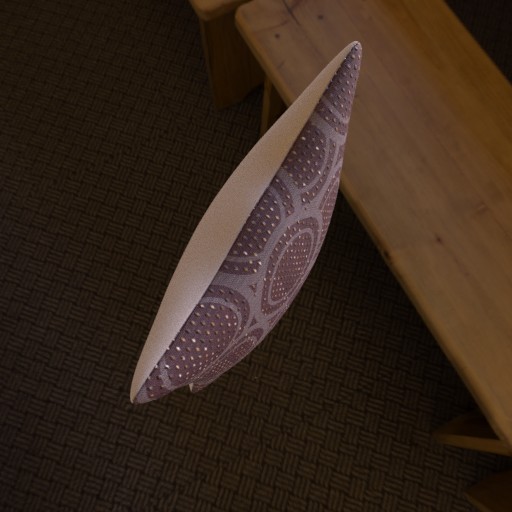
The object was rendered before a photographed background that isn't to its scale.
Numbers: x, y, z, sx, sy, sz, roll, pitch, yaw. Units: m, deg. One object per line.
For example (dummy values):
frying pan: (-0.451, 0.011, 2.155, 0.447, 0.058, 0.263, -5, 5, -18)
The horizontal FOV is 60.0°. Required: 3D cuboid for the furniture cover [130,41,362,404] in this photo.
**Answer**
furniture cover: (0.000, 0.000, 0.788, 0.193, 0.509, 0.552, 29, 77, 8)
